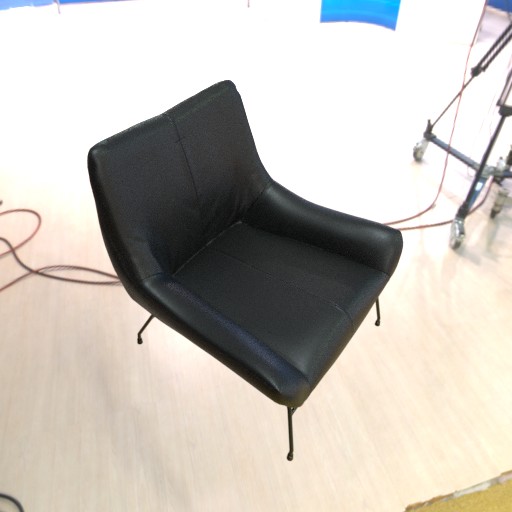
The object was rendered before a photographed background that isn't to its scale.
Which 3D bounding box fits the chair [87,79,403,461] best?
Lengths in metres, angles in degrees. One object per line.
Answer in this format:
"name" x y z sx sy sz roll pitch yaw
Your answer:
"chair" 0.000 0.000 1.598 0.826 0.922 0.836 26 49 25
